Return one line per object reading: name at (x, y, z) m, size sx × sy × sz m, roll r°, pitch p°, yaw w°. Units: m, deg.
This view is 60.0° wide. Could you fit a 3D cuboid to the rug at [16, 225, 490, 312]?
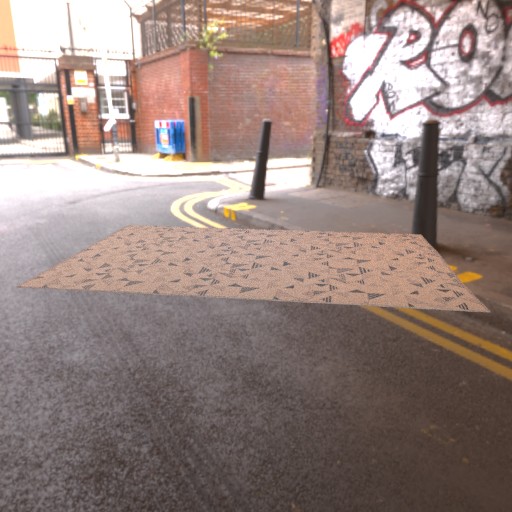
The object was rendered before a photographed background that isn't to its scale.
rug at (0.000, 0.000, 2.974) m, size 2.457 × 0.009 × 1.512 m, roll 2°, pitch 17°, yaw 8°
